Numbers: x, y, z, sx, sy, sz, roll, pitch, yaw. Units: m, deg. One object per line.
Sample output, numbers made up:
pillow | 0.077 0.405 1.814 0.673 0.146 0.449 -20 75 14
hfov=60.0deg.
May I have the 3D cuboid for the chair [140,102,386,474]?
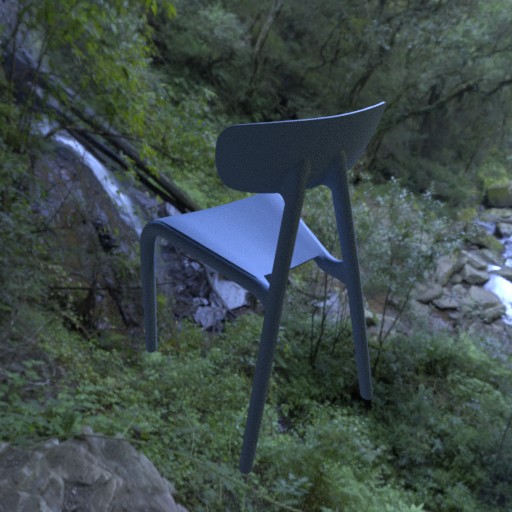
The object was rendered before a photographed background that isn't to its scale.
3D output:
chair | 0.000 0.000 0.834 0.356 0.580 0.401 -18 35 -29
